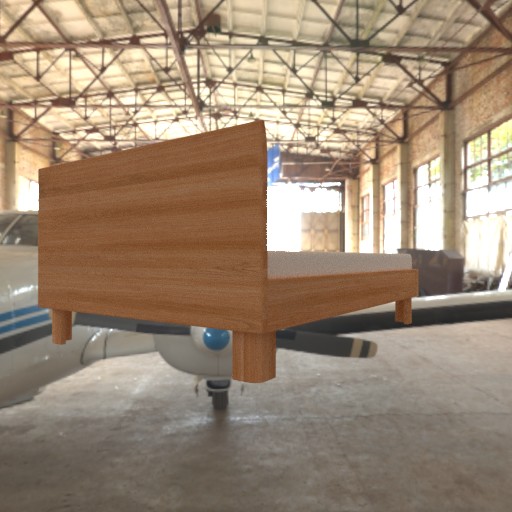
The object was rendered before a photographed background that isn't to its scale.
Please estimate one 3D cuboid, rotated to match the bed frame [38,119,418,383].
[{"bbox_3d":[0.000,0.000,2.776,1.472,0.940,1.992,0,0,35],"label":"bed frame"}]
